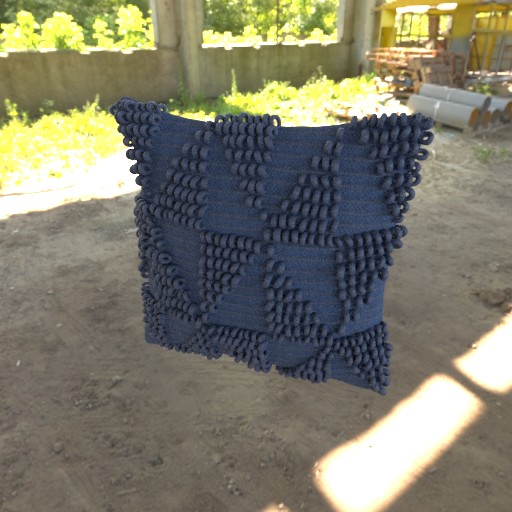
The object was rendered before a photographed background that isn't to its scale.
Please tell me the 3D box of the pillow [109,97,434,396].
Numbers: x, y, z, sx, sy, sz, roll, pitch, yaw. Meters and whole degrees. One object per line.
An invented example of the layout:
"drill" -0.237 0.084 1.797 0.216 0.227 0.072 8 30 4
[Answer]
"pillow" 0.000 0.000 0.711 0.469 0.466 0.172 8 28 16
